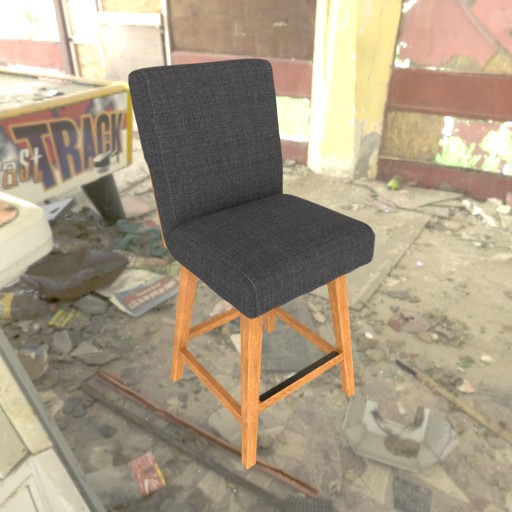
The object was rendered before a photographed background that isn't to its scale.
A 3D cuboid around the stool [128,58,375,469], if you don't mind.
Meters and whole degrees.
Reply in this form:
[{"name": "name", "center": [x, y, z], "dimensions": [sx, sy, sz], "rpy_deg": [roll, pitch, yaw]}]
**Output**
[{"name": "stool", "center": [0.000, 0.000, 1.304], "dimensions": [0.459, 1.010, 0.526], "rpy_deg": [-21, 36, -32]}]
